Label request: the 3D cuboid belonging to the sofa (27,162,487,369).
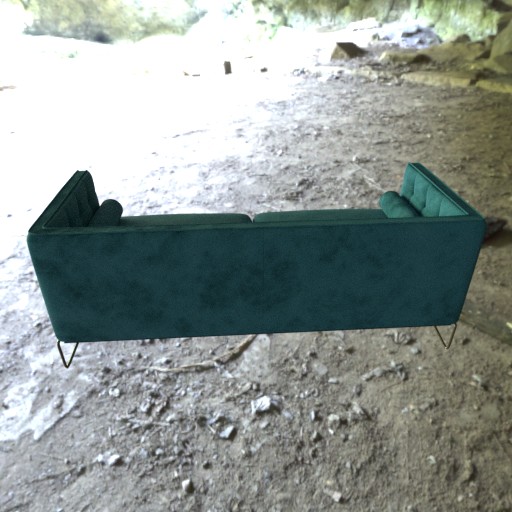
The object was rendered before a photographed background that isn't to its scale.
[{"bbox_3d":[0.000,0.000,2.493,2.087,0.789,0.867,-2,31,-3],"label":"sofa"}]
